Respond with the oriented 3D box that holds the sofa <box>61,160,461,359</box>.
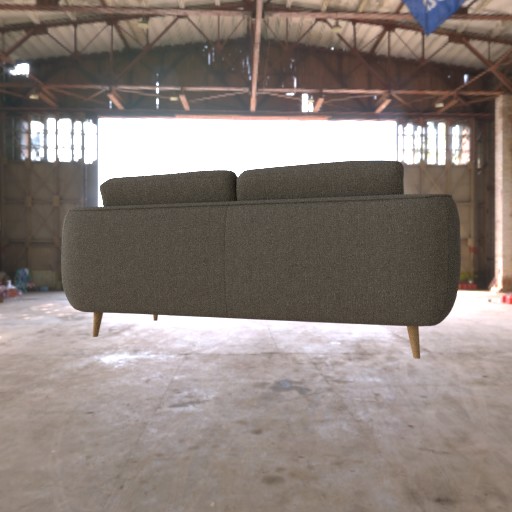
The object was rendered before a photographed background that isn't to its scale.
[{"bbox_3d":[0.000,0.000,2.438,2.000,0.870,0.920,0,0,18],"label":"sofa"}]
